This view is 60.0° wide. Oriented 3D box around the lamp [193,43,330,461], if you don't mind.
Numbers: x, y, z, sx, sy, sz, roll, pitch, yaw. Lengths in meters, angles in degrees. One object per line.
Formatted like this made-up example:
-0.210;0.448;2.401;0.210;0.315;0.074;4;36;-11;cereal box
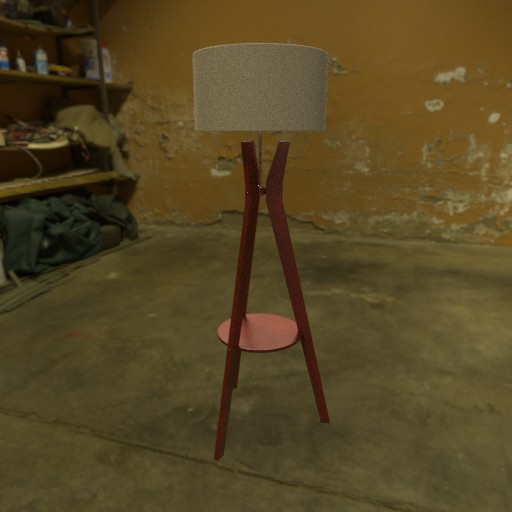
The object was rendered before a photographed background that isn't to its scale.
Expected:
0.000;0.000;1.782;0.539;1.472;0.542;-8;17;-25;lamp
